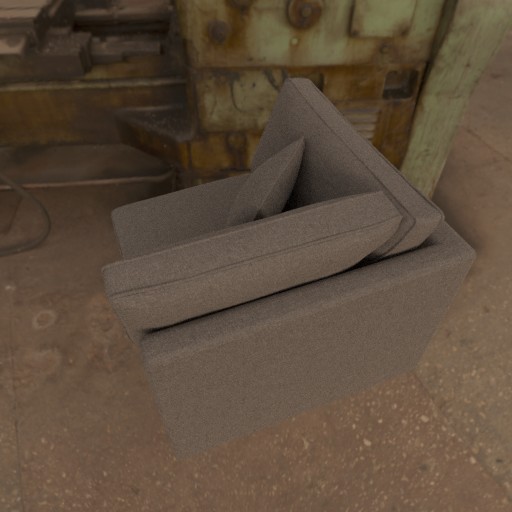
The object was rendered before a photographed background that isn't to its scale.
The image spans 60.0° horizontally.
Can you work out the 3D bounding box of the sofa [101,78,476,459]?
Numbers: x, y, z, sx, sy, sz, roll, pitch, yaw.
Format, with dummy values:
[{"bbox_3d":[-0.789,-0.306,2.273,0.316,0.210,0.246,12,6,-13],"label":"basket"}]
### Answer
[{"bbox_3d":[0.000,0.000,1.871,1.146,1.002,1.084,-16,49,-15],"label":"sofa"}]
